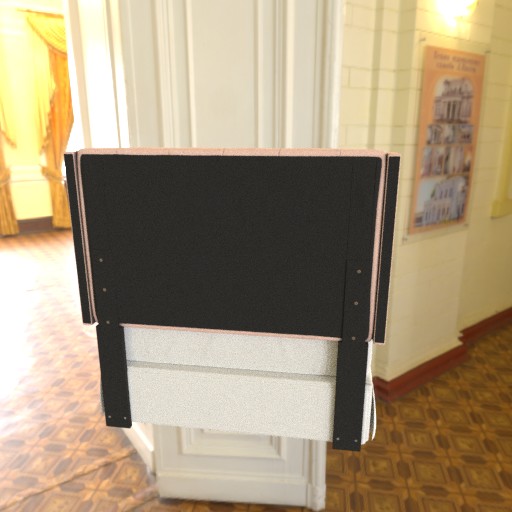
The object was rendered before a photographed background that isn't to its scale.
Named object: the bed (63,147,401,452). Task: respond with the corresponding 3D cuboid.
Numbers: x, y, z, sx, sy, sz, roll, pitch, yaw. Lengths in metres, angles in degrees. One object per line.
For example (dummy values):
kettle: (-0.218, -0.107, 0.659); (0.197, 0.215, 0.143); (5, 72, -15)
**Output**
bed: (0.000, 0.000, 3.371); (1.719, 1.665, 2.066); (2, 16, 8)
